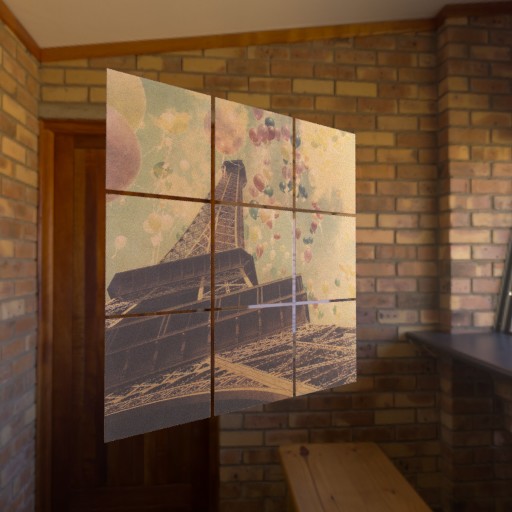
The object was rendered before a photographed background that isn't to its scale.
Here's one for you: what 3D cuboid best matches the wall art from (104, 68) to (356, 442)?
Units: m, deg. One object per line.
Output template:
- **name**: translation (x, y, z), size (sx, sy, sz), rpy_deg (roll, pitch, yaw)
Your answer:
- **wall art**: translation (0.000, 0.000, 2.240), size (1.517, 1.505, 0.002), rpy_deg (1, -1, -37)
